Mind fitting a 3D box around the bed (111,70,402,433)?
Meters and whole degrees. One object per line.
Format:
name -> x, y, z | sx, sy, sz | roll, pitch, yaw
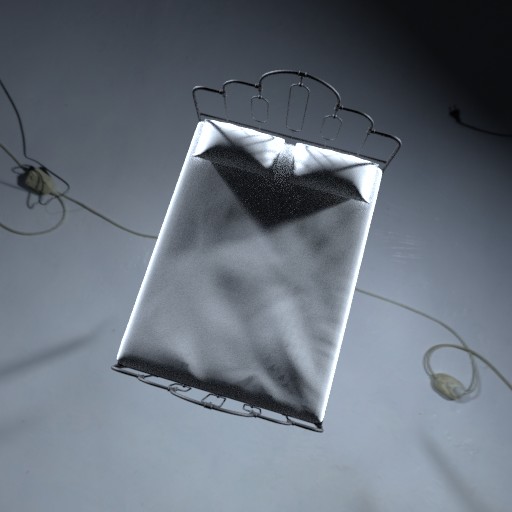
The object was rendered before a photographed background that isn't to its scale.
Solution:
bed -> 0.000, 0.000, 3.262 | 1.640, 1.429, 2.163 | 16, 78, 4
